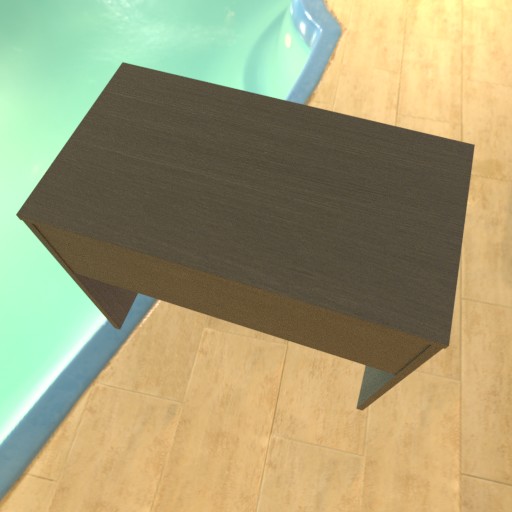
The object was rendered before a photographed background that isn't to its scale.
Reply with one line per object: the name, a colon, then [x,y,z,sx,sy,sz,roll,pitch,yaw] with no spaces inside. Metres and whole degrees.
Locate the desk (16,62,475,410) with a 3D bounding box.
desk: [0.000,0.000,1.290,0.893,0.724,0.498,16,63,9]
